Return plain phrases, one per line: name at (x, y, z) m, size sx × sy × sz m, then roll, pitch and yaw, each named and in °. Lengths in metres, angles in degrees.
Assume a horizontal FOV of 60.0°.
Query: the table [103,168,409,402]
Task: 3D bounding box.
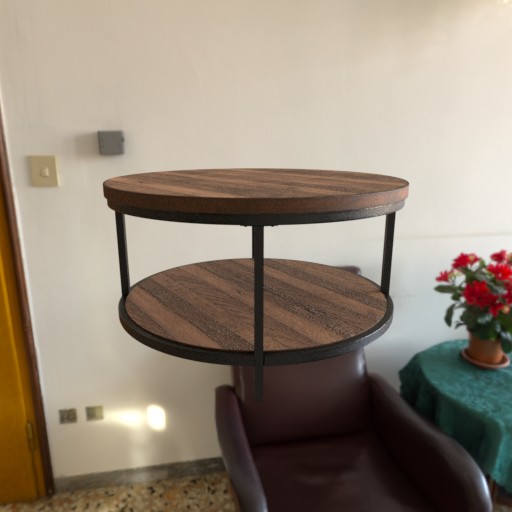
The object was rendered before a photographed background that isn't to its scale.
table at (0.000, 0.000, 1.336) m, size 0.837 × 0.462 × 0.837 m, roll 0°, pitch 15°, yaw 0°
